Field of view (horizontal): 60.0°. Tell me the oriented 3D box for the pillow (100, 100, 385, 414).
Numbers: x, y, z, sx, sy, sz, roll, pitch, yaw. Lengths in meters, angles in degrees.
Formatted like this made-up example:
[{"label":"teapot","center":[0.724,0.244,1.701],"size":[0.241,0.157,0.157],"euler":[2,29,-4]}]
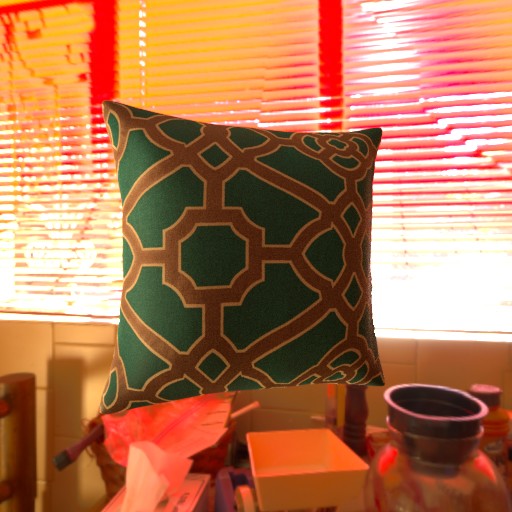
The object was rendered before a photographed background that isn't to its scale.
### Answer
[{"label":"pillow","center":[0.000,0.000,0.792],"size":[0.526,0.507,0.166],"euler":[0,0,-18]}]
